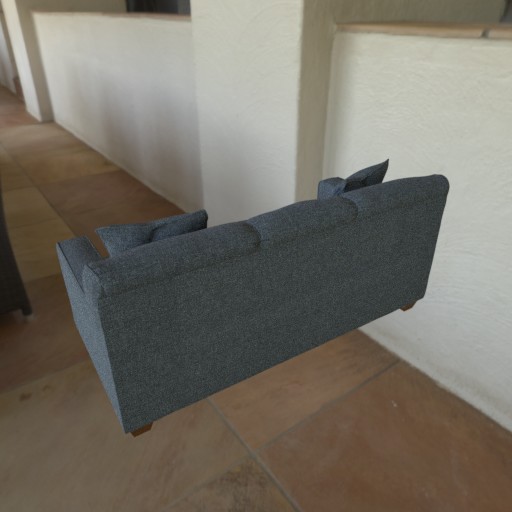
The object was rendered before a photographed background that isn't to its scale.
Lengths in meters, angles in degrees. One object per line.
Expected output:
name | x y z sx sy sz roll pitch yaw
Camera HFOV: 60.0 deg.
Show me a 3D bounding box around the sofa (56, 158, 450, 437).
sofa | 0.000 0.000 2.596 2.024 0.958 0.997 -17 33 -28
